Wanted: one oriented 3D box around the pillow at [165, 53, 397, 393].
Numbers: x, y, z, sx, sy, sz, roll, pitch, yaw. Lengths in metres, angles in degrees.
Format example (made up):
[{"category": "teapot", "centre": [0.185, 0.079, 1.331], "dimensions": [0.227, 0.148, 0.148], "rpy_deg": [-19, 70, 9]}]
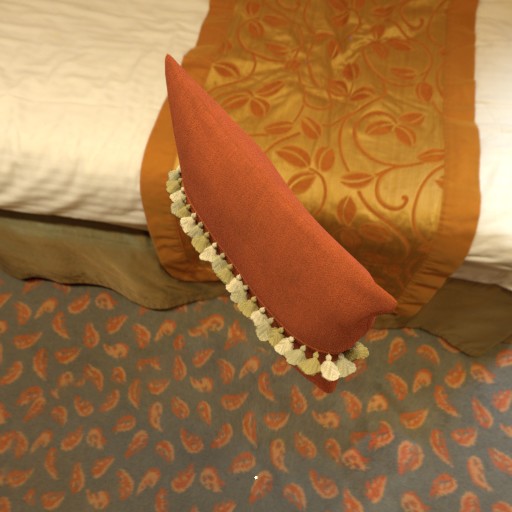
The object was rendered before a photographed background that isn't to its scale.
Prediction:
[{"category": "pillow", "centre": [0.000, 0.000, 0.750], "dimensions": [0.165, 0.482, 0.490], "rpy_deg": [-33, 68, -15]}]
